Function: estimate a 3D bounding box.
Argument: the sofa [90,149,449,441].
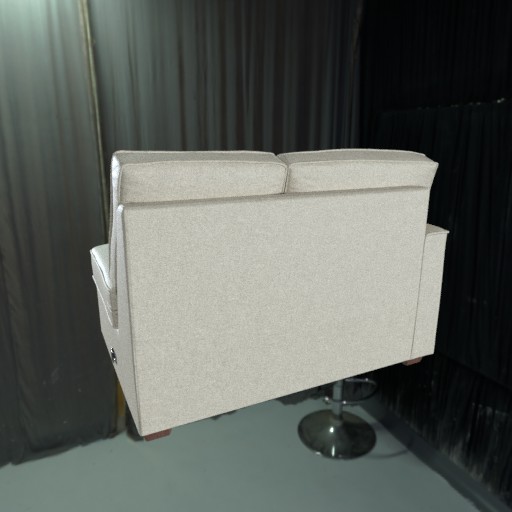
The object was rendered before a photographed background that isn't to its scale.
[{"bbox_3d":[0.000,0.000,2.064,1.388,0.989,0.991,-7,17,-25],"label":"sofa"}]
